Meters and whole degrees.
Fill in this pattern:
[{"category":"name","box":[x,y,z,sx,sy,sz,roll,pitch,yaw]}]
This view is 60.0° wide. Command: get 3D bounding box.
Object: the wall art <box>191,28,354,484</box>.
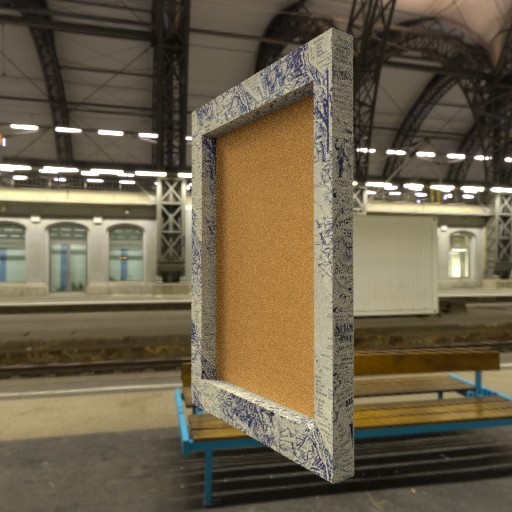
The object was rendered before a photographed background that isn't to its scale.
[{"category":"wall art","box":[0.000,0.000,0.476,0.025,0.376,0.255,1,-1,-35]}]
